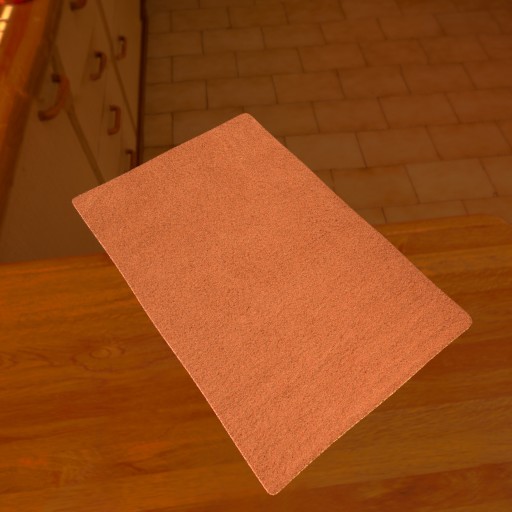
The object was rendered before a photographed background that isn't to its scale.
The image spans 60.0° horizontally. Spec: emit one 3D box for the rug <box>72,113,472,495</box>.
[{"bbox_3d":[0.000,0.000,3.374,1.801,0.024,2.700,-32,63,-19],"label":"rug"}]
